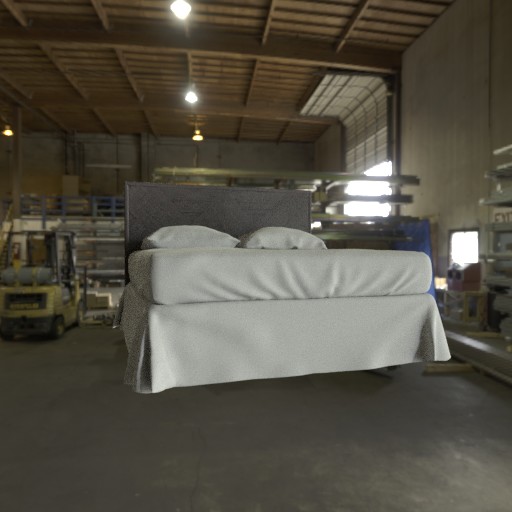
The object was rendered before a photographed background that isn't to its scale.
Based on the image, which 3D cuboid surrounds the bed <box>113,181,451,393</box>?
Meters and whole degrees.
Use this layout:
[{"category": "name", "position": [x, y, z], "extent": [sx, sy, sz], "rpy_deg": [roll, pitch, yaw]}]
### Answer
[{"category": "bed", "position": [0.000, 0.000, 2.926], "extent": [1.772, 1.142, 1.785], "rpy_deg": [0, 1, -19]}]
